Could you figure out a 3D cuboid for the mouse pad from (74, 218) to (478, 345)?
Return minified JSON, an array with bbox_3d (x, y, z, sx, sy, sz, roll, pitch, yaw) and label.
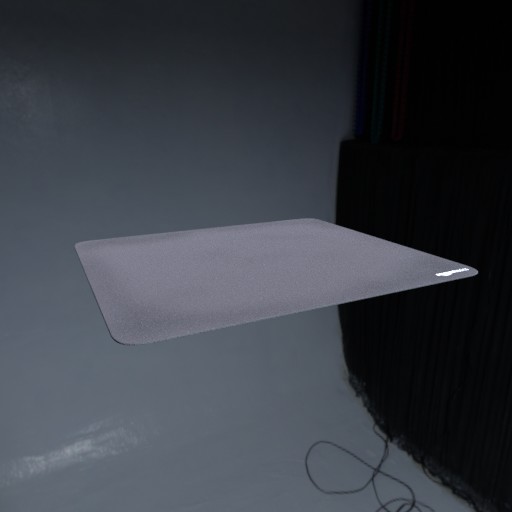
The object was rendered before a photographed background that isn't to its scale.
[{"bbox_3d":[0.000,0.000,0.627,0.451,0.002,0.393,-8,18,-25],"label":"mouse pad"}]
